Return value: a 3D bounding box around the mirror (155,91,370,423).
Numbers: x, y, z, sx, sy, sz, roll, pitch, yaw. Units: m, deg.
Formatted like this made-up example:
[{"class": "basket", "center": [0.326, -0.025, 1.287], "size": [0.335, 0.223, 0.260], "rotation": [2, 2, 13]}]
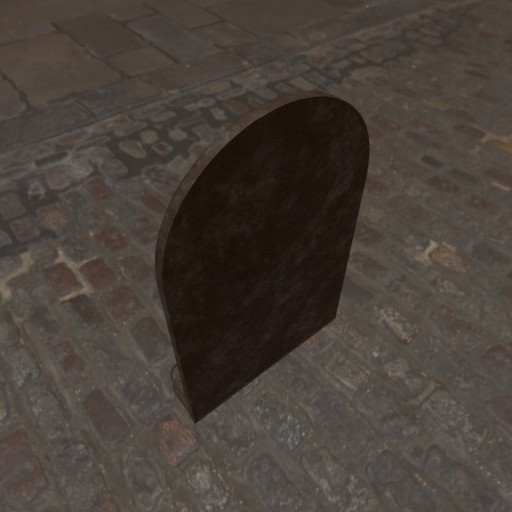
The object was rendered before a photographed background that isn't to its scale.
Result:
[{"class": "mirror", "center": [0.000, 0.000, 0.979], "size": [0.510, 0.770, 0.137], "rotation": [-31, 54, -26]}]
